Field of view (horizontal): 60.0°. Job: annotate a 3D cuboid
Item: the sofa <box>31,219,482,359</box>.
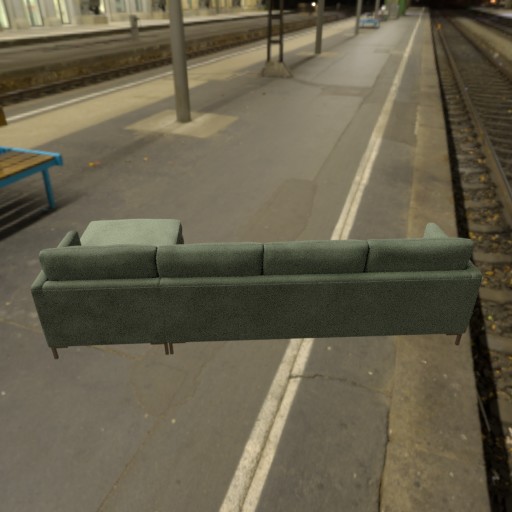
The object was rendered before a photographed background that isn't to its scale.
[{"bbox_3d":[0.000,0.000,3.229,2.725,0.756,1.255,-1,30,-2],"label":"sofa"}]
